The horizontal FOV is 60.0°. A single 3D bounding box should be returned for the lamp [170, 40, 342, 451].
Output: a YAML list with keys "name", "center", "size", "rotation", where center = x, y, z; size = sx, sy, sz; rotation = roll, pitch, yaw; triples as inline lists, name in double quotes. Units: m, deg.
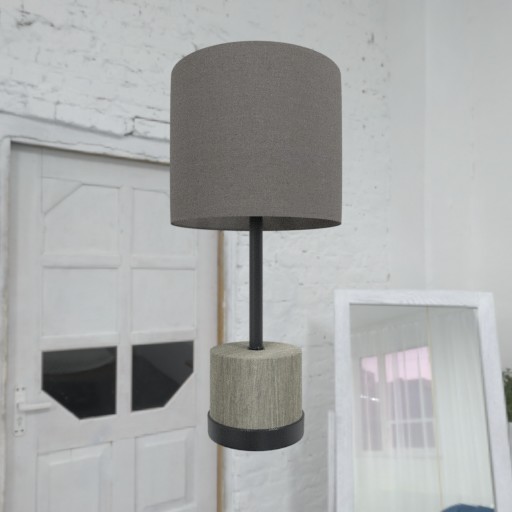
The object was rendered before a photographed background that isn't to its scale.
- name: "lamp"
  center: [0.000, 0.000, 0.597]
  size: [0.229, 0.470, 0.229]
  rotation: [-1, -1, 37]
